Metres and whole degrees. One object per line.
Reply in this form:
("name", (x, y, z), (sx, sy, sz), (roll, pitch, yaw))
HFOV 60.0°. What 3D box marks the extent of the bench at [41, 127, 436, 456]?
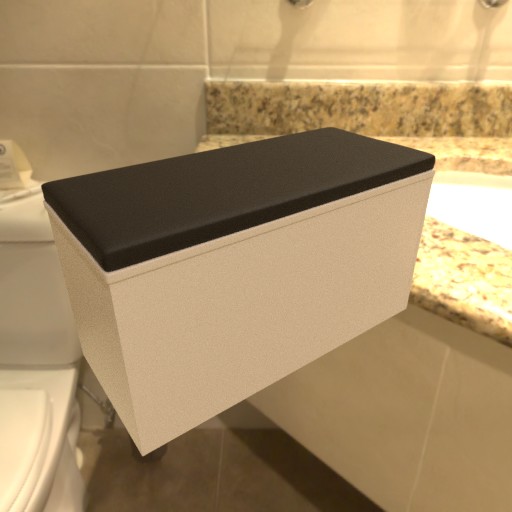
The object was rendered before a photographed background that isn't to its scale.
("bench", (0.000, 0.000, 1.188), (0.899, 0.500, 0.401), (-20, 35, -31))
